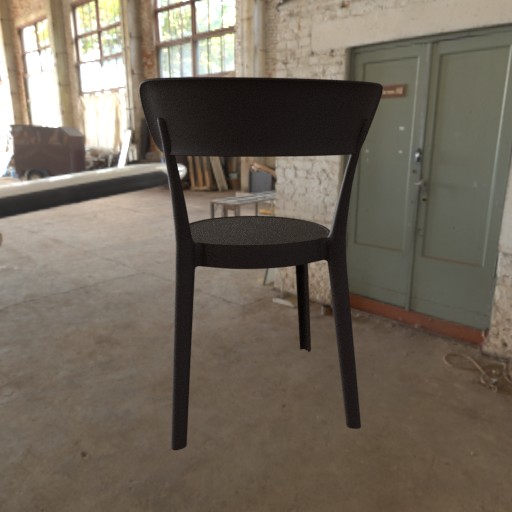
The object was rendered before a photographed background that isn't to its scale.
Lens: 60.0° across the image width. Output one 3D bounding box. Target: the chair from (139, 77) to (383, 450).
[{"bbox_3d":[0.000,0.000,1.117,0.506,0.790,0.491,-3,15,-10],"label":"chair"}]
